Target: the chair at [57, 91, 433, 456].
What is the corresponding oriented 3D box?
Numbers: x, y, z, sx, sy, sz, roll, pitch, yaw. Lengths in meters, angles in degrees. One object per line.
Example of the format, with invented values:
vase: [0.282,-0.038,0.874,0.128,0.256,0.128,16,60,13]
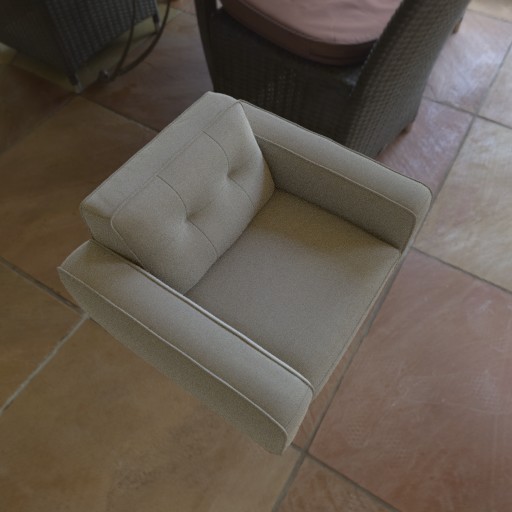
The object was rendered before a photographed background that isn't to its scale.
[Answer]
chair: [0.000,0.000,1.752,0.953,0.779,1.115,30,63,17]
